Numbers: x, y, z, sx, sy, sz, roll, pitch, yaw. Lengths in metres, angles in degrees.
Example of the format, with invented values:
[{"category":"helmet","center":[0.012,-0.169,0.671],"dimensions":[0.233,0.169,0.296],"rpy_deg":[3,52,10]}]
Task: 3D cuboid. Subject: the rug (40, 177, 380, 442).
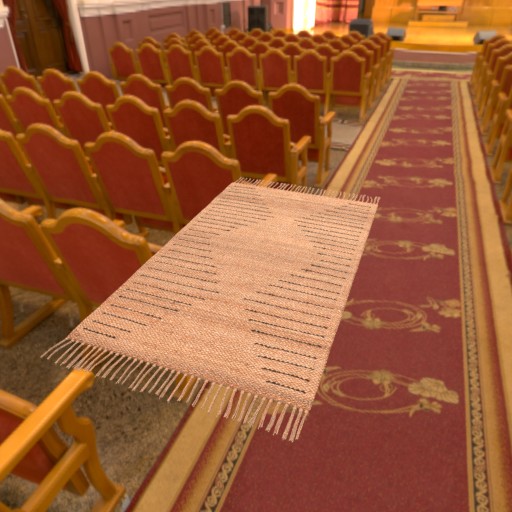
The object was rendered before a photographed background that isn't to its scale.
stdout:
[{"category":"rug","center":[0.000,0.000,2.021],"dimensions":[0.905,0.017,1.718],"rpy_deg":[11,34,17]}]
